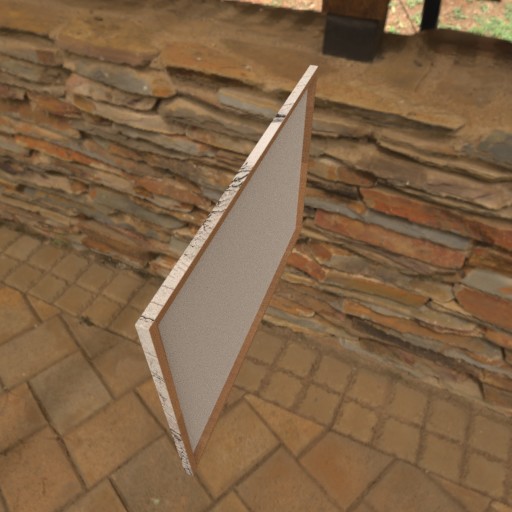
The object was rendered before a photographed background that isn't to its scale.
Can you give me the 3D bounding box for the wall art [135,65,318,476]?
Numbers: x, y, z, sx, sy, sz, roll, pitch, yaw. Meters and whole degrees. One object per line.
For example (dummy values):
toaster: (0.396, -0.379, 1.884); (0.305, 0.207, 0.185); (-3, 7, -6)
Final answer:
wall art: (0.000, 0.000, 1.131); (0.023, 0.607, 0.914); (15, 48, 14)
